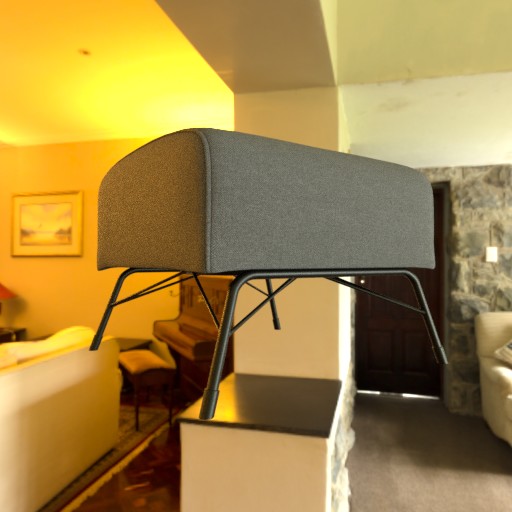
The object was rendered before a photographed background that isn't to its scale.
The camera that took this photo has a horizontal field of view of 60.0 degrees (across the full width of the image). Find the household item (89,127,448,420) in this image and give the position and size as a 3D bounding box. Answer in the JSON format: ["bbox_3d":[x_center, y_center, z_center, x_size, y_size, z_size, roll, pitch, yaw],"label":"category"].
[{"bbox_3d":[0.000,0.000,0.910,0.530,0.410,0.530,0,-1,-35],"label":"household item"}]
